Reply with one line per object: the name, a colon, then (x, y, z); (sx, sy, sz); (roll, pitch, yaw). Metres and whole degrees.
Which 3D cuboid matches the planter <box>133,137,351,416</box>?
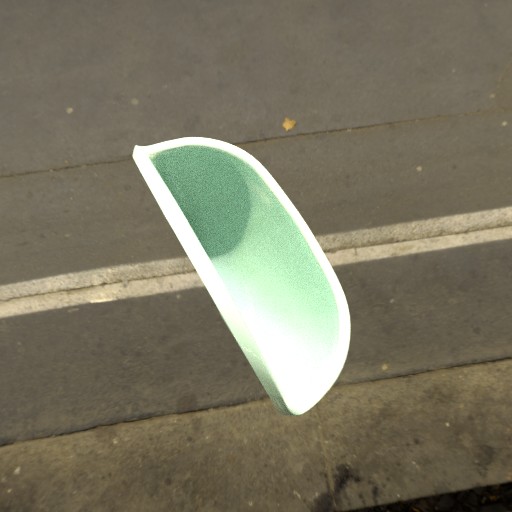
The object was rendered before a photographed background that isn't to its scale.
planter: (0.000, 0.000, 0.279); (0.073, 0.164, 0.189); (-30, 78, -7)
